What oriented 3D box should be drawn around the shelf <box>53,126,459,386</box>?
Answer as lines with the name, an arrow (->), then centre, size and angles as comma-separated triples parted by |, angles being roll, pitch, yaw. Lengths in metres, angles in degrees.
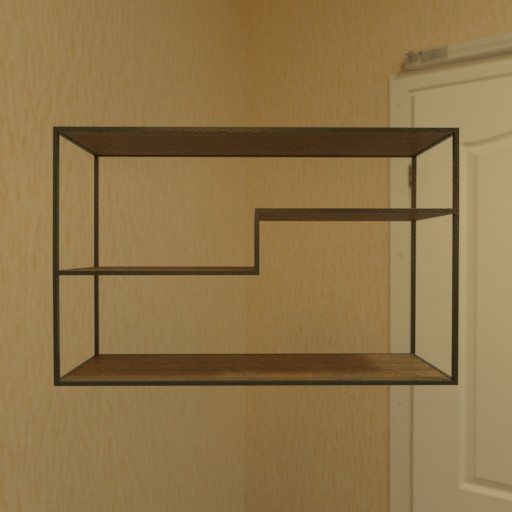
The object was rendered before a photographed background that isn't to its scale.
shelf -> 0.000, 0.000, 1.489 | 1.201, 0.765, 0.361 | 0, 1, -1
